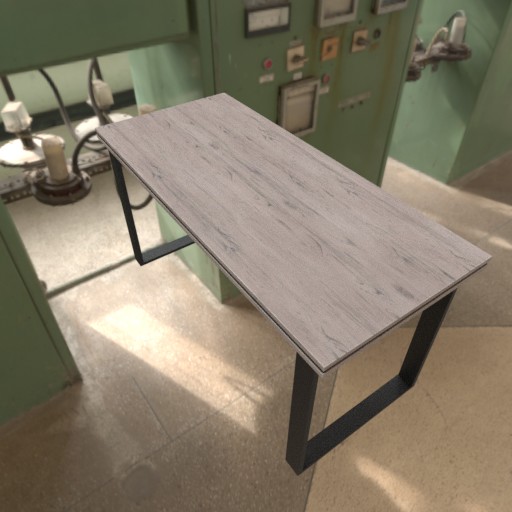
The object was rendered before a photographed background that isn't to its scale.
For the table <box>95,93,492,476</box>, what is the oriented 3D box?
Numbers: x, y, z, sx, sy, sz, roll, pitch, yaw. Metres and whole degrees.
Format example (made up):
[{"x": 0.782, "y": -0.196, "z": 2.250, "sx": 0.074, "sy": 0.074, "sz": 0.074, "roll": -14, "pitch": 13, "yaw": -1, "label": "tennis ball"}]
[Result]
[{"x": 0.000, "y": 0.000, "z": 2.240, "sx": 0.795, "sy": 0.899, "sz": 1.778, "roll": -25, "pitch": 48, "yaw": -25, "label": "table"}]
